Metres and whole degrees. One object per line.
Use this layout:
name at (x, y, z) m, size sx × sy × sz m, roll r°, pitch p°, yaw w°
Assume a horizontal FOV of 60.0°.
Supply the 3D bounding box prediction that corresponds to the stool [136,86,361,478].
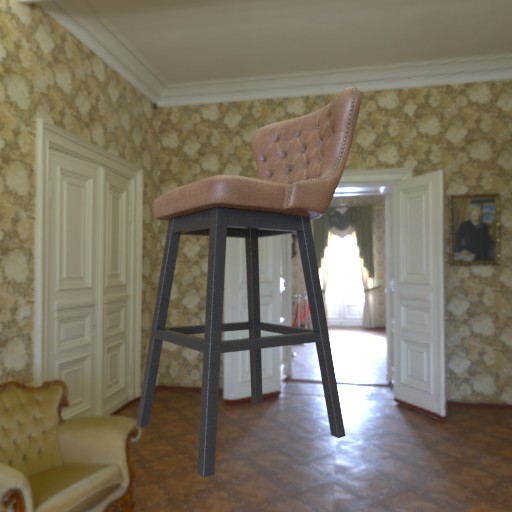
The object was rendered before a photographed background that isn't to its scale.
stool at (0.000, 0.000, 1.391) m, size 0.601 × 1.050 × 0.528 m, roll 2°, pitch -3°, yaw -35°
